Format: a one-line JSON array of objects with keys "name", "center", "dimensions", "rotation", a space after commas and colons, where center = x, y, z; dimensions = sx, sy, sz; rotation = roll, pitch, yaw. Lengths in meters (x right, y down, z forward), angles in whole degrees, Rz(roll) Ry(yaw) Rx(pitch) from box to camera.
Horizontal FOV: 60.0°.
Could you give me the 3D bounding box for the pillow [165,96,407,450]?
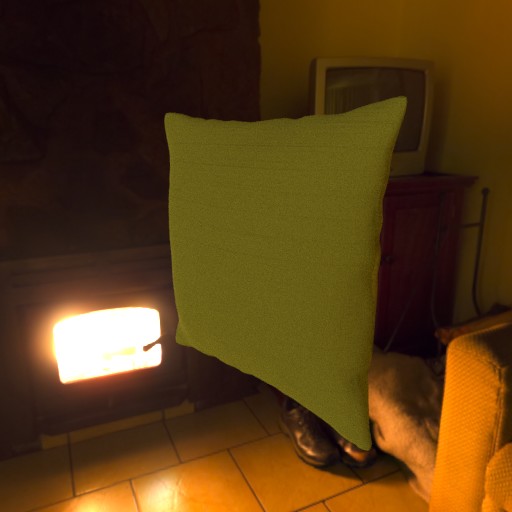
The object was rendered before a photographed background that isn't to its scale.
[{"name": "pillow", "center": [0.000, 0.000, 0.716], "dimensions": [0.470, 0.464, 0.175], "rotation": [15, 21, 43]}]
